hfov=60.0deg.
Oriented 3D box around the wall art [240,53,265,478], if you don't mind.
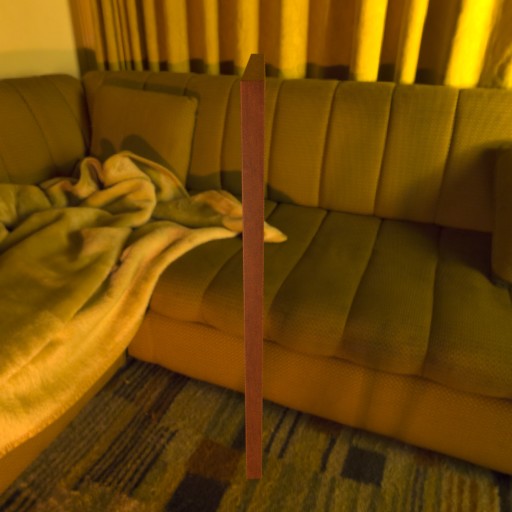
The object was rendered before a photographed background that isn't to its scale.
[{"bbox_3d":[0.000,0.000,1.143,0.037,0.914,0.610,0,28,1],"label":"wall art"}]
